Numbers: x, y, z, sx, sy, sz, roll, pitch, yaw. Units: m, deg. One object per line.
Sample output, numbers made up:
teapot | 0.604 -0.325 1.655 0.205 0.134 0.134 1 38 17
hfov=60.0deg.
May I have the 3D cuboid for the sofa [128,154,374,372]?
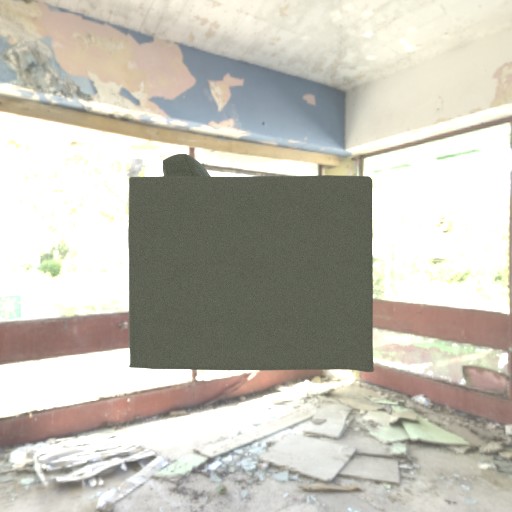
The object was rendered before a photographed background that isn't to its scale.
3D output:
sofa | 0.000 0.000 2.788 0.962 0.853 2.312 0 0 1
